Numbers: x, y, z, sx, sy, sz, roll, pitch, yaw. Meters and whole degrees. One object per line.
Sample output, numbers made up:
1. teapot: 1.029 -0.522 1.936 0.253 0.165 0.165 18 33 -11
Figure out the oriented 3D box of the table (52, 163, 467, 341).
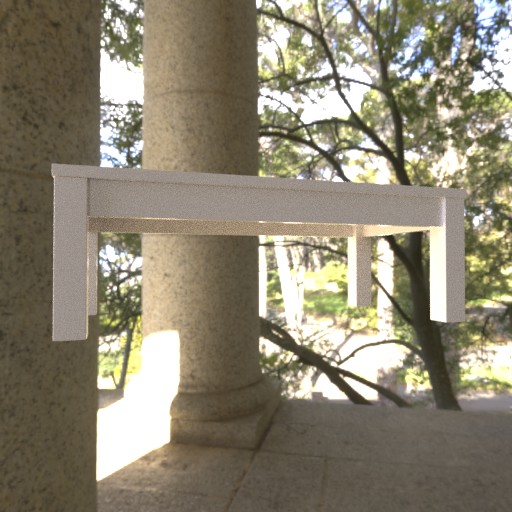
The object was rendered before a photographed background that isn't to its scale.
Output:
1. table: 0.000 0.000 1.702 1.350 0.470 0.700 0 -1 -17
